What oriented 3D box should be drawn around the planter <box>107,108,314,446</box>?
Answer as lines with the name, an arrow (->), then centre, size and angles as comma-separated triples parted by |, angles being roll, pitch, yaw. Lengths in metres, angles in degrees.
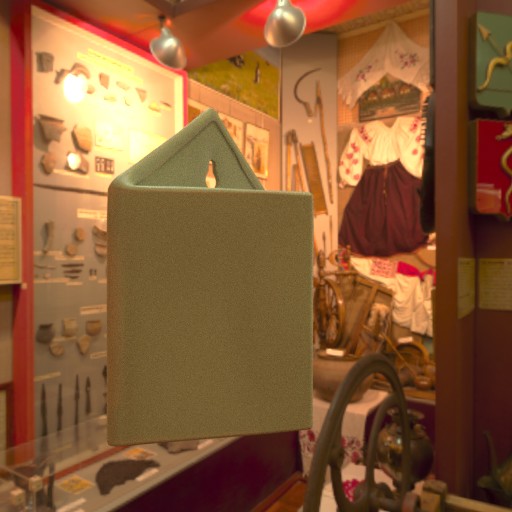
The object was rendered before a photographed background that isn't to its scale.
planter -> 0.000, 0.000, 0.276 | 0.079, 0.197, 0.164 | 0, 0, 35
